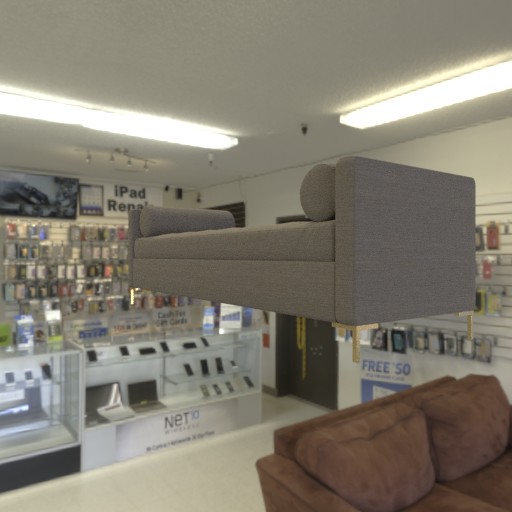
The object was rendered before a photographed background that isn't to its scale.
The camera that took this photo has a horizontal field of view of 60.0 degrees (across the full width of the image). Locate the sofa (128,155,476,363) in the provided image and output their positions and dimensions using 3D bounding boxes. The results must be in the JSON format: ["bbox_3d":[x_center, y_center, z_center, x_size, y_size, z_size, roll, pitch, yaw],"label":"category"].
[{"bbox_3d":[0.000,0.000,2.314,0.686,0.635,1.981,0,0,-35],"label":"sofa"}]
